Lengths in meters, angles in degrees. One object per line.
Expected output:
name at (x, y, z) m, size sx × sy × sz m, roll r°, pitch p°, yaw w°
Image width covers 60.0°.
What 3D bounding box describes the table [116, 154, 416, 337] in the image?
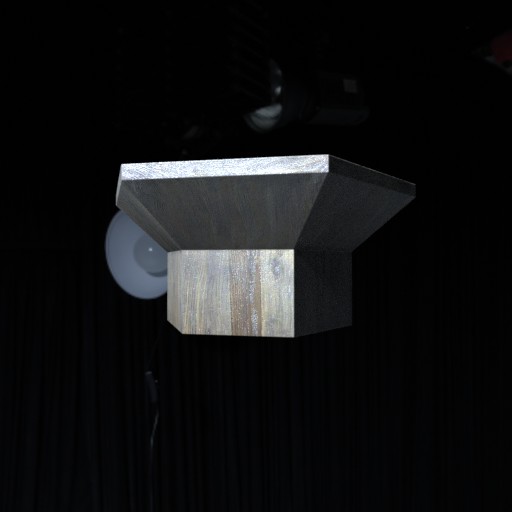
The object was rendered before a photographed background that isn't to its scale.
table at (0.000, 0.000, 1.624) m, size 0.966 × 0.488 × 1.115 m, roll 0°, pitch -1°, yaw -19°
